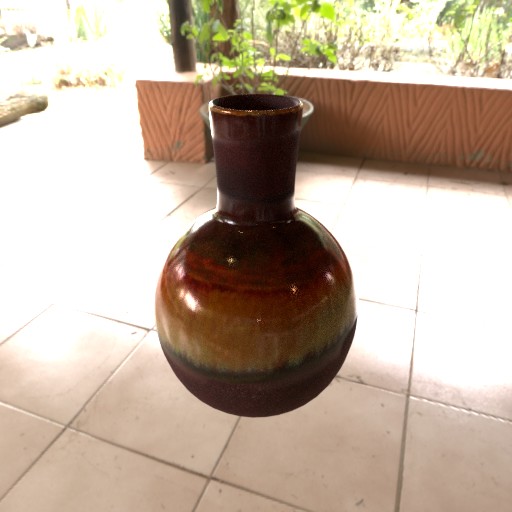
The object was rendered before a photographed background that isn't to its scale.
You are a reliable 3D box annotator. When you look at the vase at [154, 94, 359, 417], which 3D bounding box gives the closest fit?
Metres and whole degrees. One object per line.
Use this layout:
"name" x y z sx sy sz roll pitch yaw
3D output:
"vase" 0.000 0.000 0.231 0.111 0.154 0.111 0 30 0
